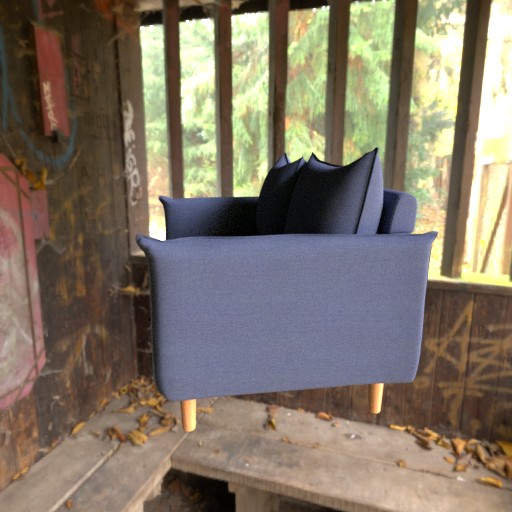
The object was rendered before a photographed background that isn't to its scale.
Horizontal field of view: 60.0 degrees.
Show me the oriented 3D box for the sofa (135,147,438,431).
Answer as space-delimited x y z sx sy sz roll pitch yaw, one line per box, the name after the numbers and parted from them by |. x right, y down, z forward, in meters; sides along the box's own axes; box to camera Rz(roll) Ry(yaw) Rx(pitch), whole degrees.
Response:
0.000 0.000 1.811 0.820 0.840 1.300 -2 13 -9 | sofa
